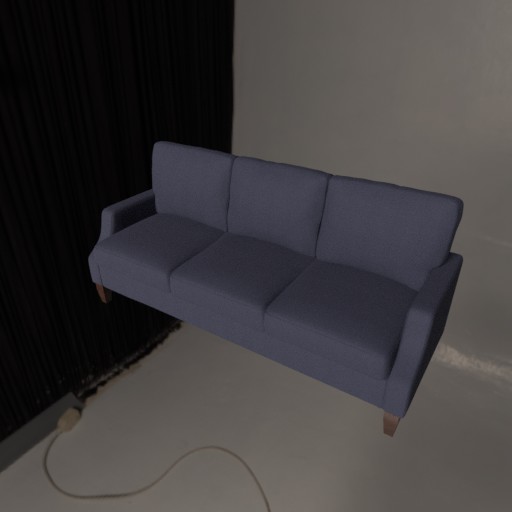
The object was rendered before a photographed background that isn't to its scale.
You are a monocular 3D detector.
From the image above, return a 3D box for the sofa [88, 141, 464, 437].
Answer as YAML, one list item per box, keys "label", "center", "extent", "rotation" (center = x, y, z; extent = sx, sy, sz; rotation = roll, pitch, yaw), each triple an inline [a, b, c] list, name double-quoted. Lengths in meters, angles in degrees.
- label: "sofa"
  center: [0.000, 0.000, 2.621]
  extent: [2.115, 0.984, 0.888]
  rotation: [18, 33, 29]
